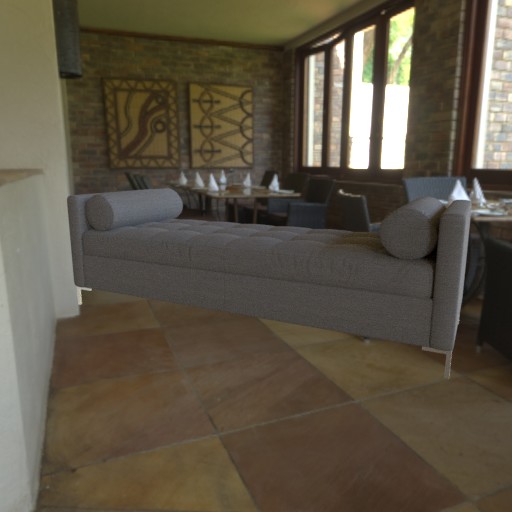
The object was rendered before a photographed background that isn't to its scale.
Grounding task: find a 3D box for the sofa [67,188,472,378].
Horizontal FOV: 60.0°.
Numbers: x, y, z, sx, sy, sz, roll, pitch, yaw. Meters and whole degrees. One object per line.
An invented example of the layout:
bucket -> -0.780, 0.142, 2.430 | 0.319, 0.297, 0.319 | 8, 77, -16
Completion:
sofa -> 0.000, 0.000, 2.329 | 1.981, 0.635, 0.686 | 6, 13, 26
